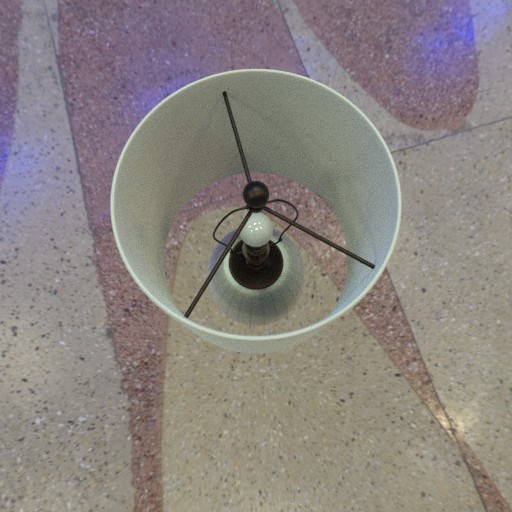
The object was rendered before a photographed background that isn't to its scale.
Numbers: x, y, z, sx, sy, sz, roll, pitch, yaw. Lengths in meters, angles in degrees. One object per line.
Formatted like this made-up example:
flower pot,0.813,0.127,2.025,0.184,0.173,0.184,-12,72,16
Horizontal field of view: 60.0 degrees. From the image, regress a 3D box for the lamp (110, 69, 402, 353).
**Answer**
lamp,0.000,0.000,0.760,0.328,0.570,0.328,0,75,0
